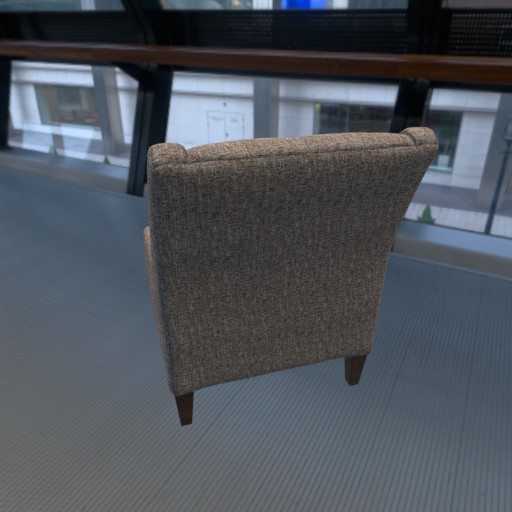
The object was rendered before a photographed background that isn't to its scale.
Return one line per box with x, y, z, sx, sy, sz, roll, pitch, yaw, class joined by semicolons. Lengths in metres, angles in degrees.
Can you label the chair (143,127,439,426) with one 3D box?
0.000;0.000;1.634;0.774;1.014;0.870;-8;27;-16;chair
